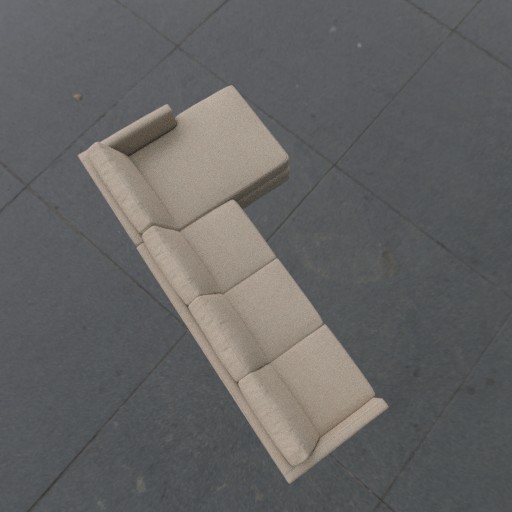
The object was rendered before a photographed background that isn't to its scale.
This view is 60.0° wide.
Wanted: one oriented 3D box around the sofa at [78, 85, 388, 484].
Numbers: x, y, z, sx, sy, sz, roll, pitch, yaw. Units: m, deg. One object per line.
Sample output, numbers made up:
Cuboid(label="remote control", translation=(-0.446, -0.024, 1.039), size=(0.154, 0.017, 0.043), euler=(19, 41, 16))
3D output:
Cuboid(label="sofa", translation=(0.000, 0.000, 3.868), size=(1.622, 0.867, 3.177), euler=(-34, 77, -9))
